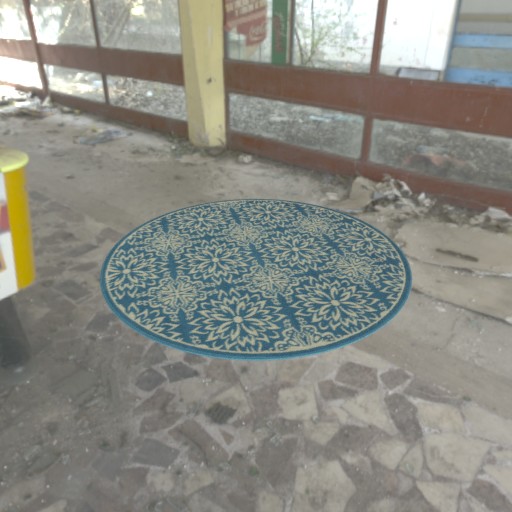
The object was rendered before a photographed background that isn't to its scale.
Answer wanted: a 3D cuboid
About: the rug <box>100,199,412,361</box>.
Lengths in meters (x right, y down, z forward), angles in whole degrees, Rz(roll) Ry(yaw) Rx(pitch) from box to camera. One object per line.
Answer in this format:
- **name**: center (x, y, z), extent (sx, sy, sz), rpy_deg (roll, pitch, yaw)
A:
- **rug**: center (0.000, 0.000, 2.363), extent (1.593, 0.012, 1.593), rpy_deg (0, 30, 0)
